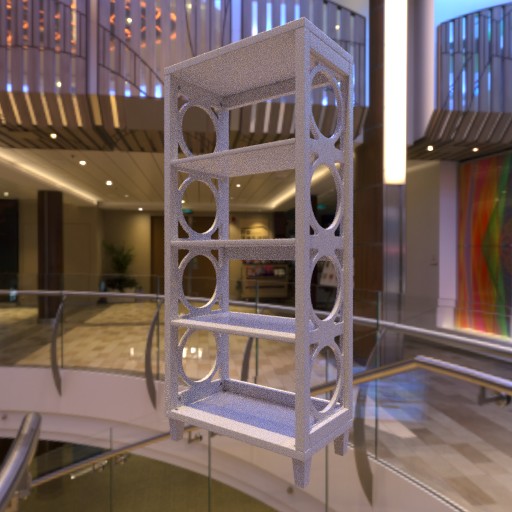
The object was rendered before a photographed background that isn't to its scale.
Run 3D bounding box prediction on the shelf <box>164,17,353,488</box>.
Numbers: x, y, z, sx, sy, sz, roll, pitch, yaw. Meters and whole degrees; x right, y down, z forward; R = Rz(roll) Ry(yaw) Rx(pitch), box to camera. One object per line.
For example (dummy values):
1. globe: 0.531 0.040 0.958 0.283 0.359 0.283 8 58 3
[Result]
1. shelf: 0.000 0.000 1.625 0.611 1.411 0.340 0 1 37
